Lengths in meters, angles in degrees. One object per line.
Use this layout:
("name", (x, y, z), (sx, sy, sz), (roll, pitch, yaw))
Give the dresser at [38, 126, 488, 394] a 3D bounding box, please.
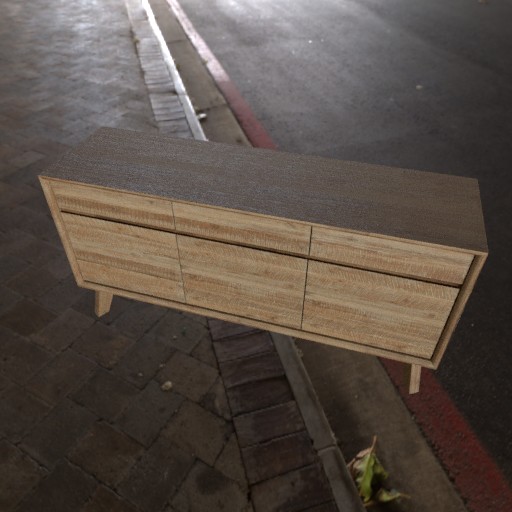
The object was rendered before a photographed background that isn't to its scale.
("dresser", (0.000, 0.000, 1.934), (1.602, 0.788, 0.455), (11, 42, 13))
